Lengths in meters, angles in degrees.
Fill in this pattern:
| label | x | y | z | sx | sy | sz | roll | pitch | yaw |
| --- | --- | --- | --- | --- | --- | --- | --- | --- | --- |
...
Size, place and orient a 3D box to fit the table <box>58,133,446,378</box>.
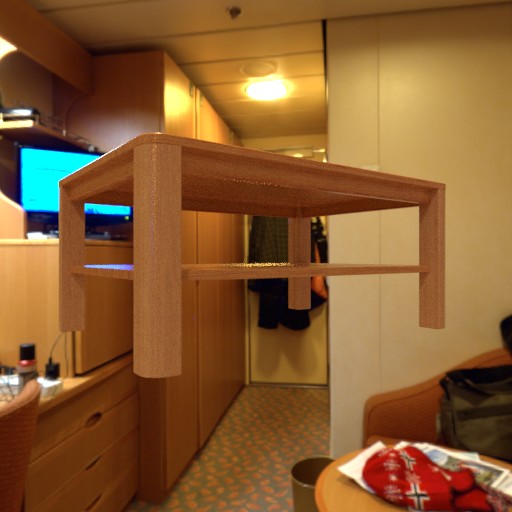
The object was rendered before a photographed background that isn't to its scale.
| label | x | y | z | sx | sy | sz | roll | pitch | yaw |
| --- | --- | --- | --- | --- | --- | --- | --- | --- | --- |
| table | 0.000 | 0.000 | 1.360 | 0.997 | 0.445 | 0.696 | 0 | 0 | -37 |
